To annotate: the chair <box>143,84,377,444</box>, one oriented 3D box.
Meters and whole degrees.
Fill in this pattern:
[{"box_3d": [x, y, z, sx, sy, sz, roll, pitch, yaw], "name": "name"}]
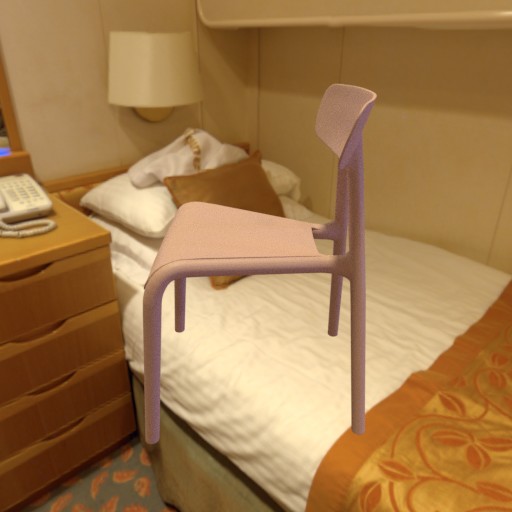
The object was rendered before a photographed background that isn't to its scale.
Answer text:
[{"box_3d": [0.000, 0.000, 0.825, 0.401, 0.580, 0.356, 0, 26, 0], "name": "chair"}]
